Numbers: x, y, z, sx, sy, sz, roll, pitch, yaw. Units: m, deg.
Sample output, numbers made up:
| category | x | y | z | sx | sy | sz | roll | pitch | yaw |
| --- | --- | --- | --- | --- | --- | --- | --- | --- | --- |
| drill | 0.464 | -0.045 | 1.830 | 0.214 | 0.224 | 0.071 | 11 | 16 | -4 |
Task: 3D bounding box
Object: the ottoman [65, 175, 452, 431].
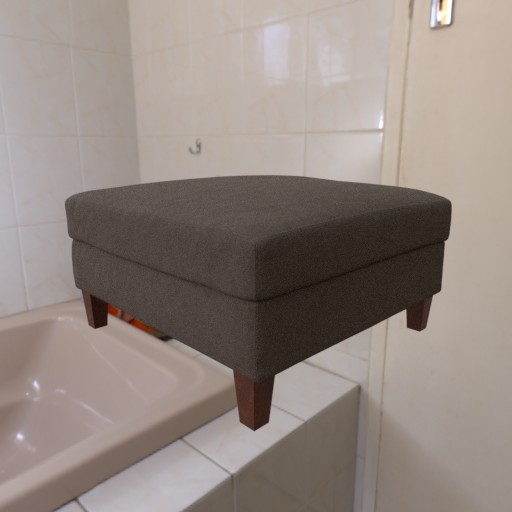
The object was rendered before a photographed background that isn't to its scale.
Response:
| category | x | y | z | sx | sy | sz | roll | pitch | yaw |
| --- | --- | --- | --- | --- | --- | --- | --- | --- | --- |
| ottoman | 0.000 | 0.000 | 1.409 | 0.861 | 0.482 | 0.881 | -13 | 19 | -43 |
